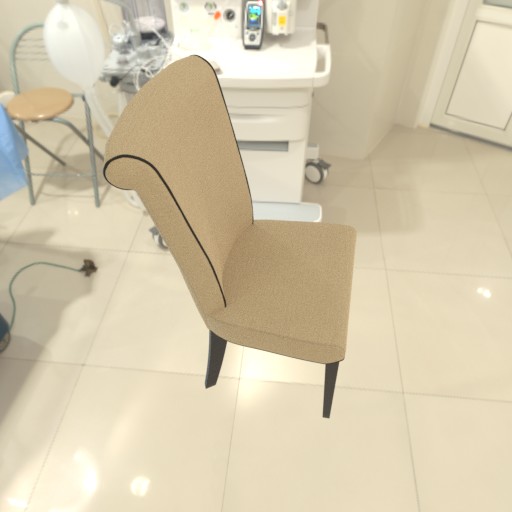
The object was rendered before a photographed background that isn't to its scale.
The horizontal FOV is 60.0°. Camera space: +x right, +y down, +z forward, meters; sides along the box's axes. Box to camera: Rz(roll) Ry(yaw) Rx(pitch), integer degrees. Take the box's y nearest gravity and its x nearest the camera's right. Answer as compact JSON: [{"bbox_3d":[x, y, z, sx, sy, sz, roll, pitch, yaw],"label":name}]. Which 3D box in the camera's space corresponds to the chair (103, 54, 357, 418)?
[{"bbox_3d":[0.000,0.000,1.369,0.623,0.997,0.522,9,48,8],"label":"chair"}]
